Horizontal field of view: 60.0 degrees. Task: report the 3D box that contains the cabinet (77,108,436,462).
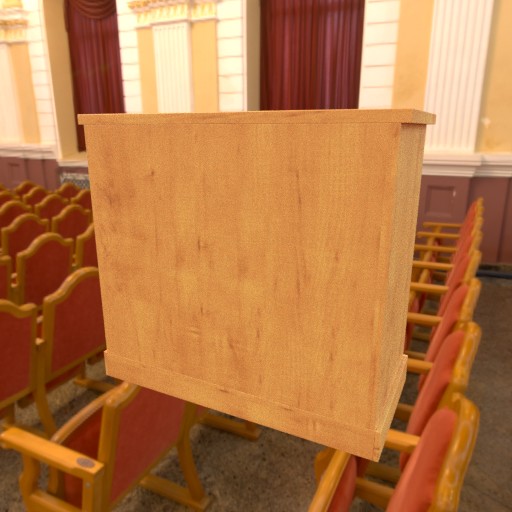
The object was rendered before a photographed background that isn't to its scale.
[{"bbox_3d":[0.000,0.000,1.380,0.920,0.840,0.450,8,18,26],"label":"cabinet"}]
